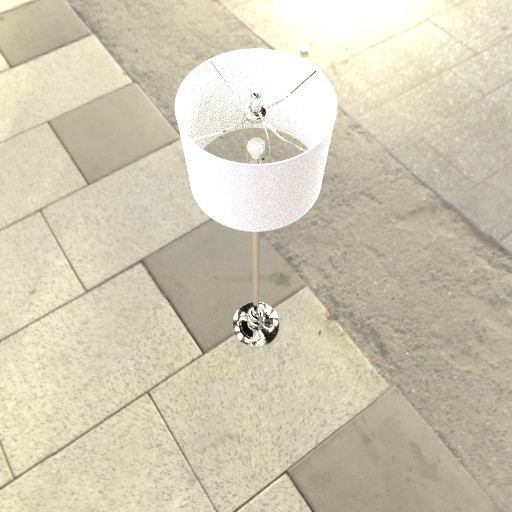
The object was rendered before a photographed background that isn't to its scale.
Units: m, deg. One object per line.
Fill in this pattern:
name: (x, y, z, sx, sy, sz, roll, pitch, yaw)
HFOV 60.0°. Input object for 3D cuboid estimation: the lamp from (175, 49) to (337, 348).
lamp: (0.000, 0.000, 1.609, 0.356, 1.487, 0.356, -34, 67, -17)
